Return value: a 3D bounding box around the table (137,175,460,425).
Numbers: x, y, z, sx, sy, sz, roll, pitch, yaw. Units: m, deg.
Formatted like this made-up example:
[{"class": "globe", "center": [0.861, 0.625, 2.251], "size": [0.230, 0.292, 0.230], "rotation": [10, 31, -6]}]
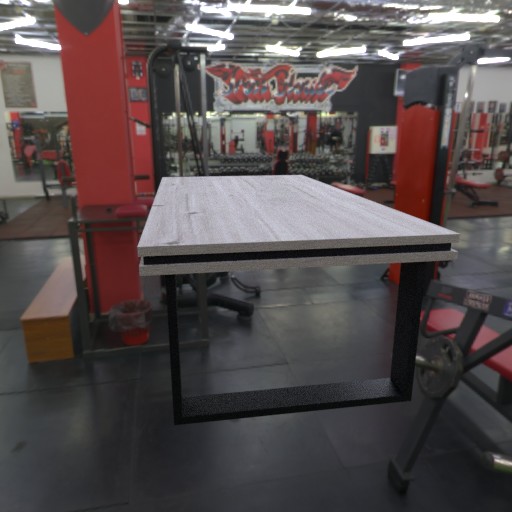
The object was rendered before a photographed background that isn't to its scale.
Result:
[{"class": "table", "center": [0.000, 0.000, 1.635], "size": [0.700, 0.450, 1.350], "rotation": [-3, 16, -9]}]
